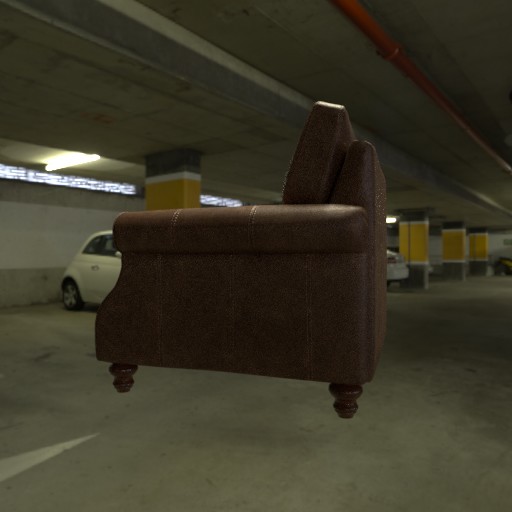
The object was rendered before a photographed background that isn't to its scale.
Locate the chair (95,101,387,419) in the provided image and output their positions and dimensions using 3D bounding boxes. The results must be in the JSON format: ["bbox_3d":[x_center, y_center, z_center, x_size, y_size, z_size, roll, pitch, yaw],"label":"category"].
[{"bbox_3d":[0.000,0.000,1.818,1.002,0.976,0.996,0,0,19],"label":"chair"}]
